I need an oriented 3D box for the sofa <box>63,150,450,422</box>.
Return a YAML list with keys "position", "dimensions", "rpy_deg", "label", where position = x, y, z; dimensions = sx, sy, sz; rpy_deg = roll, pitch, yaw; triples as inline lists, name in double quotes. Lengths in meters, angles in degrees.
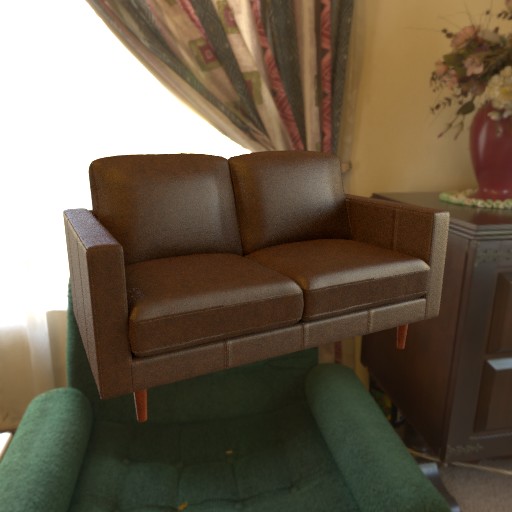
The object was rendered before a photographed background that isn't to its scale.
- position: [0.000, 0.000, 2.087]
  dimensions: [1.578, 0.951, 0.909]
  rpy_deg: [-7, 17, -26]
  label: "sofa"
